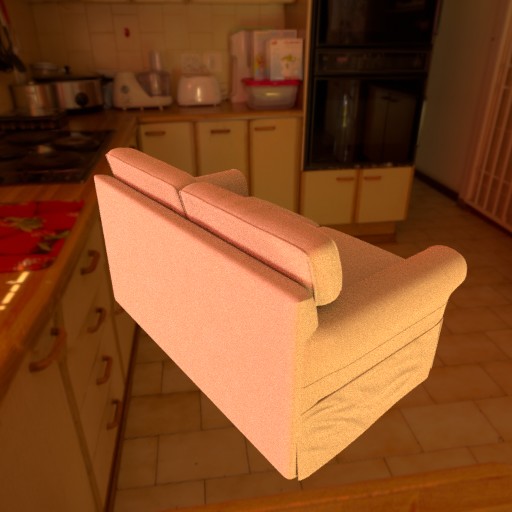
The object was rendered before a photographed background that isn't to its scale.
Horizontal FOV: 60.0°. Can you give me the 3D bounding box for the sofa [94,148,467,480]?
[{"bbox_3d":[0.000,0.000,2.272,0.991,0.940,1.727,-20,33,-34],"label":"sofa"}]
